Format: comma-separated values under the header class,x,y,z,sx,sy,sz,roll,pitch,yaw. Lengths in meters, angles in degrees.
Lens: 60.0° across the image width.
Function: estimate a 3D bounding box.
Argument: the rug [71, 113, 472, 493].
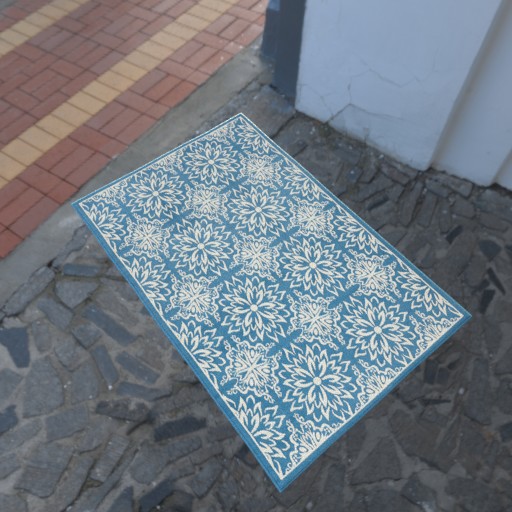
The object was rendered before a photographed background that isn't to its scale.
class,x,y,z,sx,sy,sz,roll,pitch,yaw
rug,0.000,0.000,3.496,1.830,0.018,2.769,-34,64,-19
